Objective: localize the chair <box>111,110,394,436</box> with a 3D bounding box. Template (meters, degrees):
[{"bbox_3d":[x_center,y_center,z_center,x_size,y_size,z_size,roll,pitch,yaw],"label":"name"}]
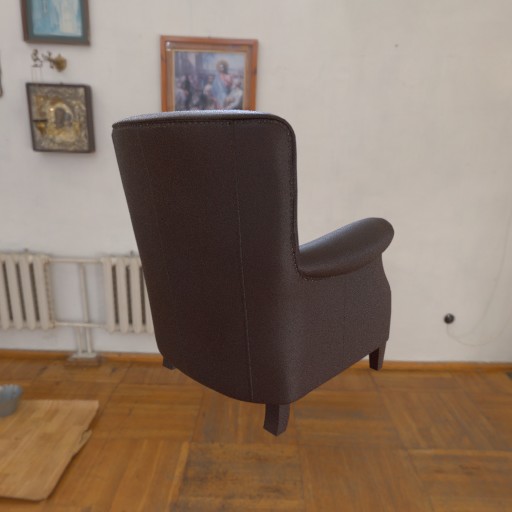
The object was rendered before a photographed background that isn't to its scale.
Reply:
[{"bbox_3d":[0.000,0.000,1.354,0.746,0.800,0.700,-13,19,-42],"label":"chair"}]
